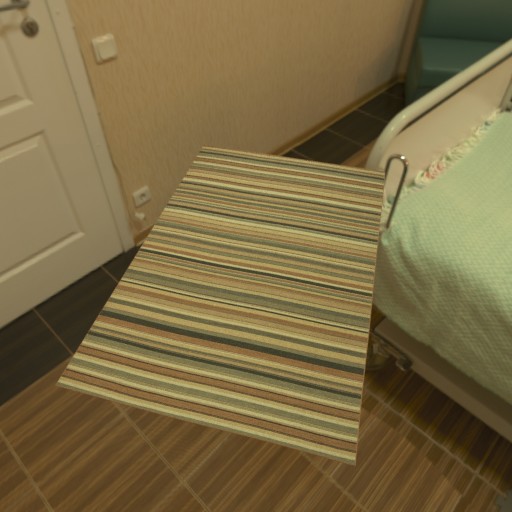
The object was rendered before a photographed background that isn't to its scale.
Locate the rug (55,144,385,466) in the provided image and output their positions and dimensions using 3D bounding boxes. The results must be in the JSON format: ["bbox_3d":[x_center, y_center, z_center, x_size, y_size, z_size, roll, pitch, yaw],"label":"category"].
[{"bbox_3d":[0.000,0.000,2.307,1.219,0.008,1.829,11,48,10],"label":"rug"}]
